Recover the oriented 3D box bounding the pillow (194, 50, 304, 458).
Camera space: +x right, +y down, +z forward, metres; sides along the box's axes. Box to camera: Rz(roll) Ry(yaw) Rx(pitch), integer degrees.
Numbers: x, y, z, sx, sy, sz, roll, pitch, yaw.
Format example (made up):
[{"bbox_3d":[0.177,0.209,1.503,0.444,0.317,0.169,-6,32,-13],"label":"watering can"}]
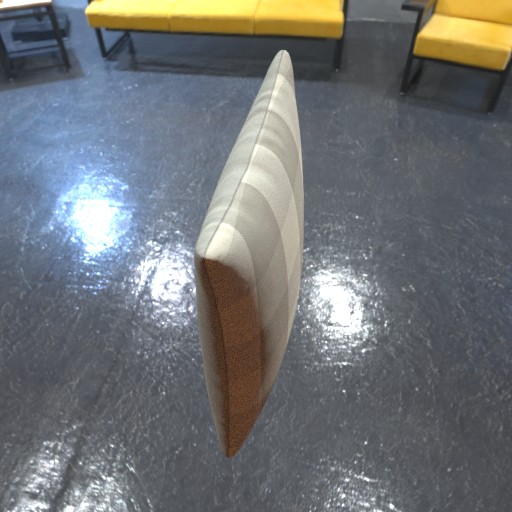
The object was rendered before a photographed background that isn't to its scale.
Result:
[{"bbox_3d":[0.000,0.000,0.770,0.161,0.509,0.511,8,46,8],"label":"pillow"}]
